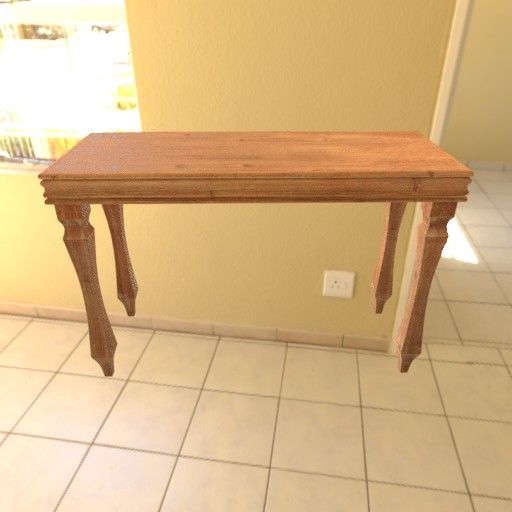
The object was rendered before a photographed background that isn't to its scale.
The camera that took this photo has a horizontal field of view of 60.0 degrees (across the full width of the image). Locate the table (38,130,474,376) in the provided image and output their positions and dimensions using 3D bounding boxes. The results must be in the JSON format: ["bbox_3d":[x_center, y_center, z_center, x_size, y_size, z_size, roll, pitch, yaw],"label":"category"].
[{"bbox_3d":[0.000,0.000,1.789,1.330,0.873,0.522,-1,29,-1],"label":"table"}]
